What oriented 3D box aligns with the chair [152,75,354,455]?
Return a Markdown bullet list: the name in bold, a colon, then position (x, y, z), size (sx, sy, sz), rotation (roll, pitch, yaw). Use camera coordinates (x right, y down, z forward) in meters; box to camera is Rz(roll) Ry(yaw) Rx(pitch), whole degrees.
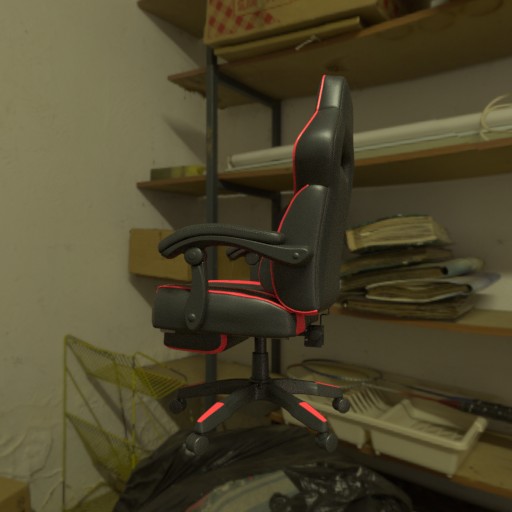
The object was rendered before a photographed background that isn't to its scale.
- **chair**: position (0.000, 0.000, 1.646), size (0.700, 1.220, 0.700), rotation (0, -1, 17)
